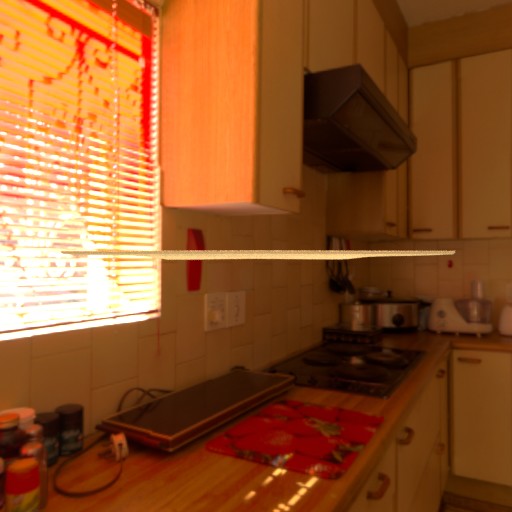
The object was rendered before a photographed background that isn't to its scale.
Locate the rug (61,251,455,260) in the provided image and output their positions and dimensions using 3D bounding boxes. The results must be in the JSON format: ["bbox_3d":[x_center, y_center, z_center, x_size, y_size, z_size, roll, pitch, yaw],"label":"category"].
[{"bbox_3d":[0.000,0.000,2.966,1.616,0.030,2.338,0,-1,0],"label":"rug"}]
